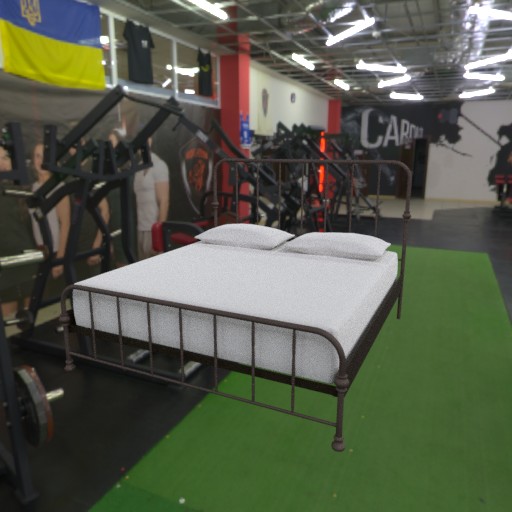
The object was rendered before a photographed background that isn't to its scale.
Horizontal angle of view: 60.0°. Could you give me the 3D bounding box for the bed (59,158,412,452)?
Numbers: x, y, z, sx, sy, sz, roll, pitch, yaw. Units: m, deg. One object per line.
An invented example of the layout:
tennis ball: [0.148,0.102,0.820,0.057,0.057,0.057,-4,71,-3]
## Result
bed: [0.000,0.000,3.496,2.044,1.446,2.134,7,15,25]
